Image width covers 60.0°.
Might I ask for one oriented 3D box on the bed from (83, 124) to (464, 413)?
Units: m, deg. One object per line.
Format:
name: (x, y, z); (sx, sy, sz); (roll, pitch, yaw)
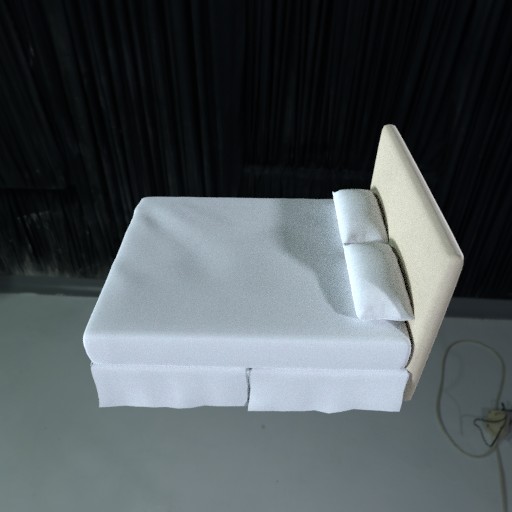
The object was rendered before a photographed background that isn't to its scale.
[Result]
bed: (0.000, 0.000, 3.213); (2.142, 1.330, 1.723); (1, 39, 1)
